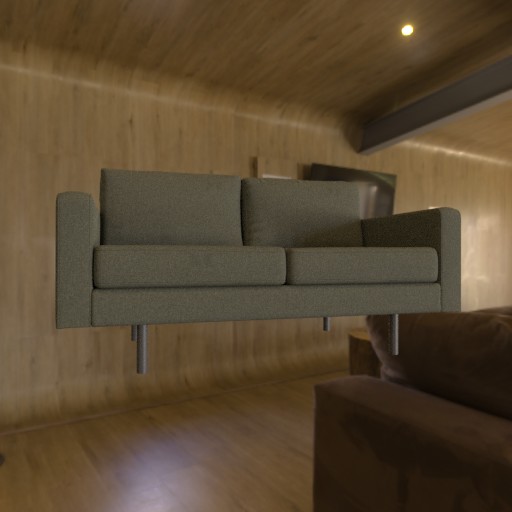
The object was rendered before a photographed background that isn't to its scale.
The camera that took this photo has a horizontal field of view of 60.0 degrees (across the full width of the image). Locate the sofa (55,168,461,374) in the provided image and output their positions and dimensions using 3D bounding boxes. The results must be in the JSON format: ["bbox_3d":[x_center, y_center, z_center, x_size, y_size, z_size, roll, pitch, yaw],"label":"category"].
[{"bbox_3d":[0.000,0.000,2.201,1.730,0.897,0.889,0,0,-17],"label":"sofa"}]
